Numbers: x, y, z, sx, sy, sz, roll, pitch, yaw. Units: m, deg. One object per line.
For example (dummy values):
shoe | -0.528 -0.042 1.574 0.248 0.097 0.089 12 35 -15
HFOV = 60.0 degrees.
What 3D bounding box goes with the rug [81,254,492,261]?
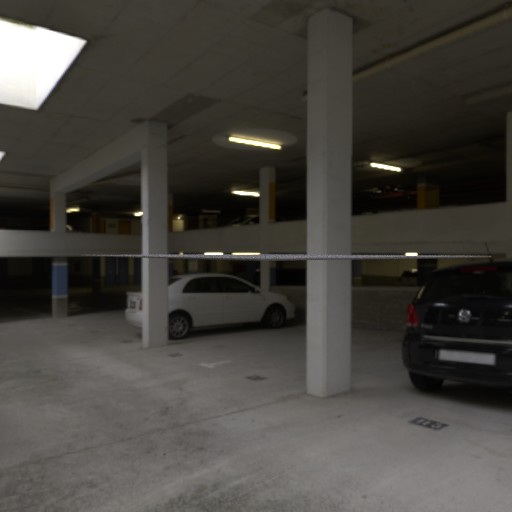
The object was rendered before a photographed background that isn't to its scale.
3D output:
rug | 0.000 0.000 2.877 1.600 0.008 2.235 0 1 -36
